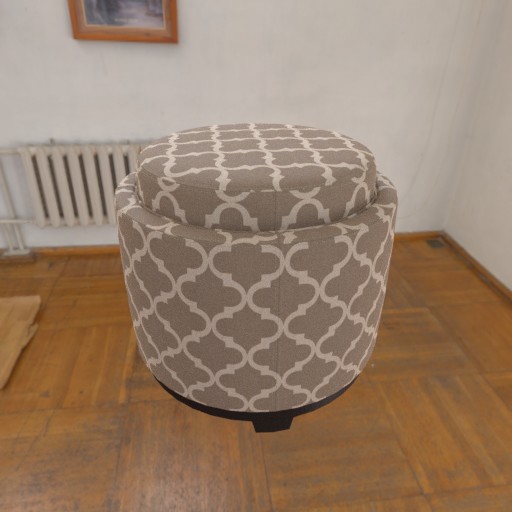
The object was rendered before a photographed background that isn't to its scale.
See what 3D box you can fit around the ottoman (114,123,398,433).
[{"bbox_3d":[0.000,0.000,0.832,0.480,0.429,0.480,0,29,0],"label":"ottoman"}]
